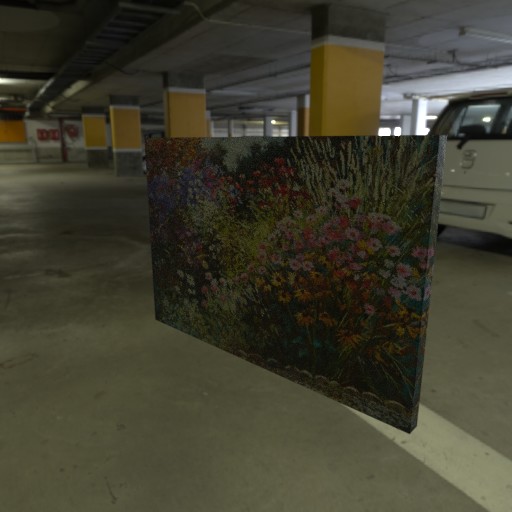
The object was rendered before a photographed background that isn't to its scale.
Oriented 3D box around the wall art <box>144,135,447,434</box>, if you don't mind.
[{"bbox_3d":[0.000,0.000,1.163,0.908,0.604,0.037,13,19,41],"label":"wall art"}]
